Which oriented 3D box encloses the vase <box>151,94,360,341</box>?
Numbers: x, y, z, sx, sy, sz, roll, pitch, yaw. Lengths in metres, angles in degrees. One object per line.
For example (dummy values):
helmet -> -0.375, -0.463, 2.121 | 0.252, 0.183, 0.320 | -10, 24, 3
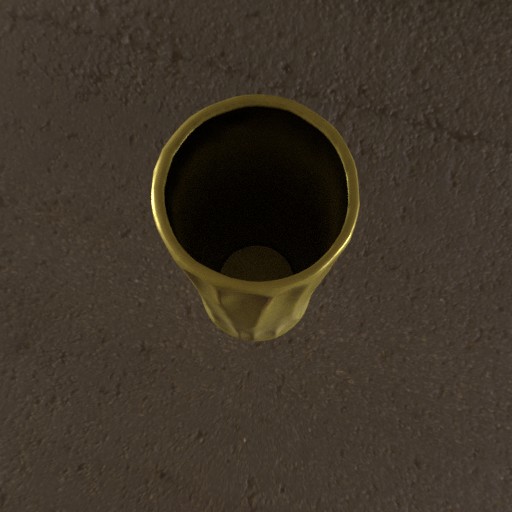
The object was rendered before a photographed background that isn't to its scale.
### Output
vase -> 0.000, 0.000, 0.177 | 0.061, 0.143, 0.061 | 0, 77, 0
